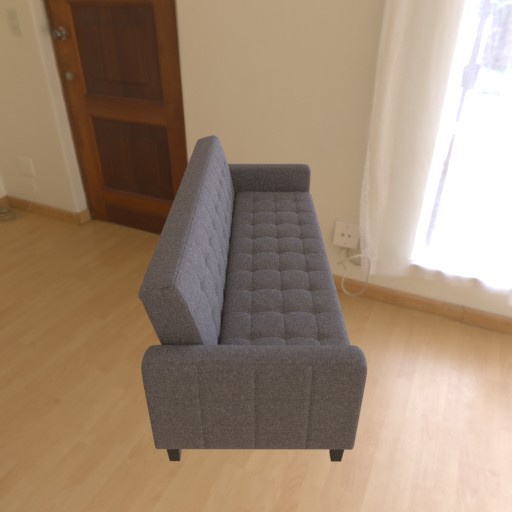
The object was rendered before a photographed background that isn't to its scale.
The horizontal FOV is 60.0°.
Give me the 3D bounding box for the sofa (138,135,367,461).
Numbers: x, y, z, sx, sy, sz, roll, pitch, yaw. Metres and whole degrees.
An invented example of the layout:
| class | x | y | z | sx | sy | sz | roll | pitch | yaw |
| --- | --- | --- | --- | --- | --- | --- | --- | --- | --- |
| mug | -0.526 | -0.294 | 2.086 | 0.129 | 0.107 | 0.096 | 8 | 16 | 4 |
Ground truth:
| class | x | y | z | sx | sy | sz | roll | pitch | yaw |
| --- | --- | --- | --- | --- | --- | --- | --- | --- | --- |
| sofa | 0.000 | 0.000 | 2.462 | 0.810 | 0.850 | 2.040 | 0 | 31 | 0 |
